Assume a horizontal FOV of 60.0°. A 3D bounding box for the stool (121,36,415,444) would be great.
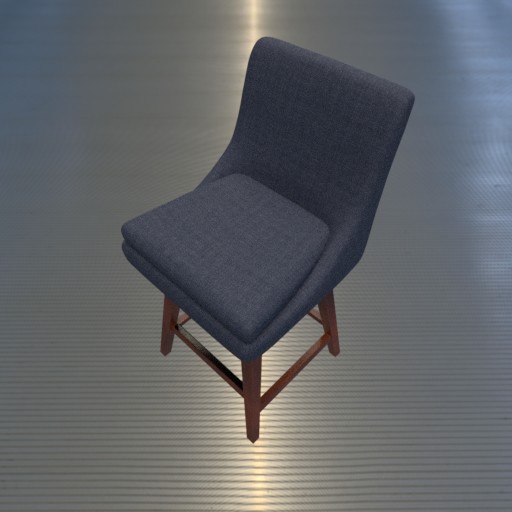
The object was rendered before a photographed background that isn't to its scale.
[{"bbox_3d":[0.000,0.000,1.177,0.467,0.895,0.524,35,56,28],"label":"stool"}]
